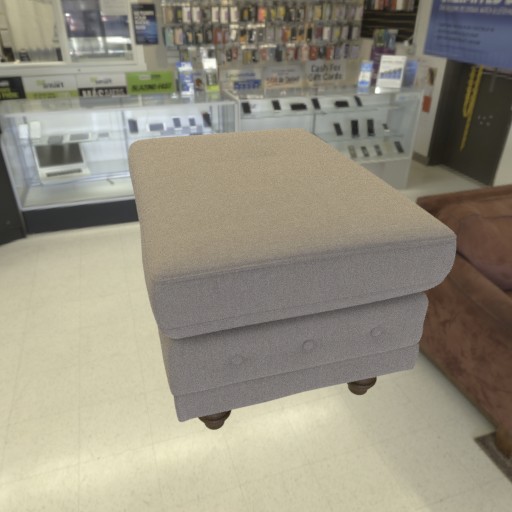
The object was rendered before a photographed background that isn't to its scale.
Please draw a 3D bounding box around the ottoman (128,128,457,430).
[{"bbox_3d":[0.000,0.000,1.148,0.569,0.500,0.771,-8,32,-14],"label":"ottoman"}]
